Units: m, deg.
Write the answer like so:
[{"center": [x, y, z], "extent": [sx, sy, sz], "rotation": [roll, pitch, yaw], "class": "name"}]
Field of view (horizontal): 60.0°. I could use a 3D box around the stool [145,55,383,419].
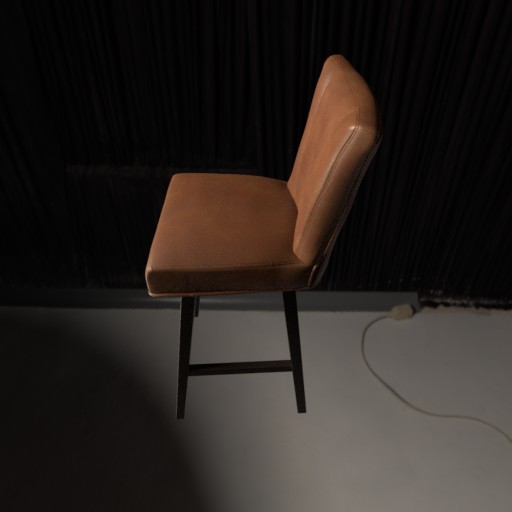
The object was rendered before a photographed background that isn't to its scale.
[{"center": [0.000, 0.000, 1.426], "extent": [0.585, 1.094, 0.522], "rotation": [0, 40, 0], "class": "stool"}]
